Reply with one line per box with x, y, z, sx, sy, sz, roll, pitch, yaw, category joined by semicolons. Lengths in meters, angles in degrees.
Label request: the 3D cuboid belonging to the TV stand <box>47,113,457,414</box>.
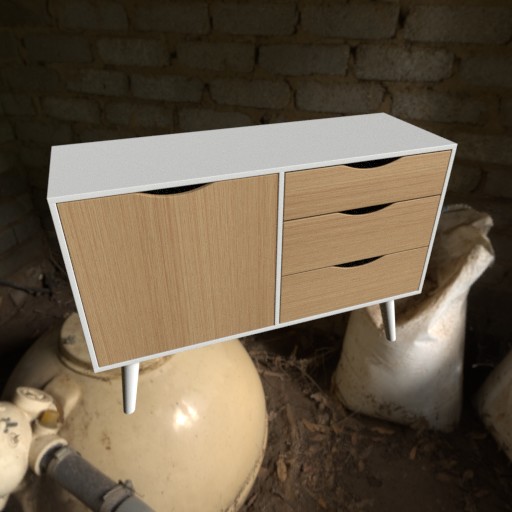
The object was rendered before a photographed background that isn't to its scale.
0.000;0.000;1.591;1.193;0.812;0.406;-11;34;-17;TV stand
